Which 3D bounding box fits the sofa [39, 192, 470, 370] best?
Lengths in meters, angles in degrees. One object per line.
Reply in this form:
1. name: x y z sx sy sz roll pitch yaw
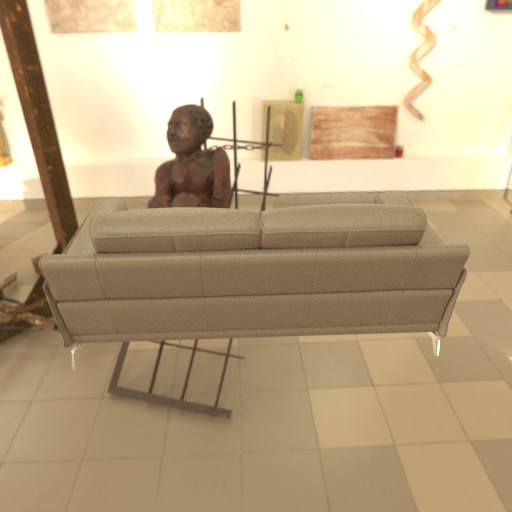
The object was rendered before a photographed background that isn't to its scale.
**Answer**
1. sofa: 0.000 0.000 2.573 2.101 0.930 1.049 -2 31 -3
